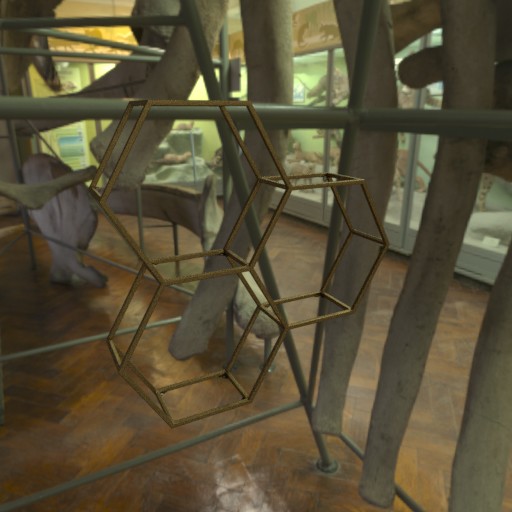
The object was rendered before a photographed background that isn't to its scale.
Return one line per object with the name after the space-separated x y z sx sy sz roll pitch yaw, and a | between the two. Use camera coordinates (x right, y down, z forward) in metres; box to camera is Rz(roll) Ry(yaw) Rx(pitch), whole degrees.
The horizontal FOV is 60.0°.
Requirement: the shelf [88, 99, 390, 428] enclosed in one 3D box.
0.000 0.000 1.064 0.708 0.701 0.150 -9 20 -26 | shelf
